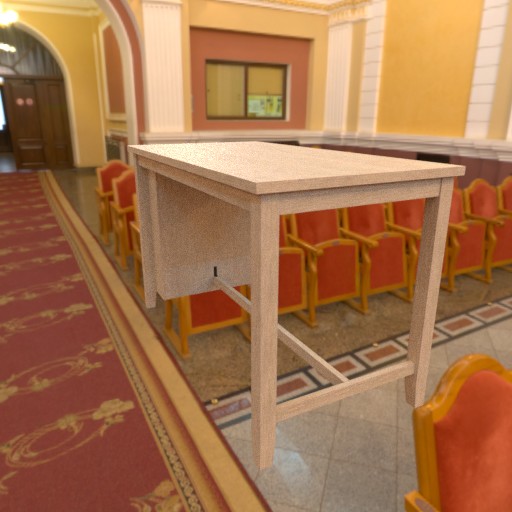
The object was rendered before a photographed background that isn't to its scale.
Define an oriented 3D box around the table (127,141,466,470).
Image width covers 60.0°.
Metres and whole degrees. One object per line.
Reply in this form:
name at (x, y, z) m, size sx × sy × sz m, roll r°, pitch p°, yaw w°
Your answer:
table at (0.000, 0.000, 1.929) m, size 0.729 × 0.874 × 1.397 m, roll -9°, pitch 20°, yaw -26°
